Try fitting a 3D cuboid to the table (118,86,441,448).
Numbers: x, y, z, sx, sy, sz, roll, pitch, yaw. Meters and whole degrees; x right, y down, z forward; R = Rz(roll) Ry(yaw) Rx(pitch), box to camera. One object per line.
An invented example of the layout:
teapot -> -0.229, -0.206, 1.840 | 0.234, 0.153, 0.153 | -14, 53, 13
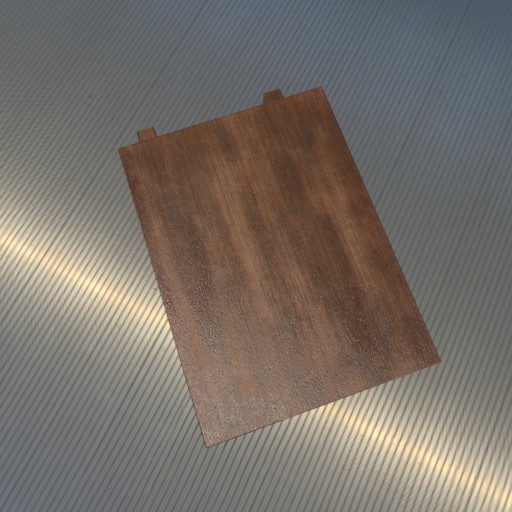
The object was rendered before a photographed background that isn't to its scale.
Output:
table -> 0.000, 0.000, 0.976 | 0.356, 0.584, 0.609 | -19, 77, -5
